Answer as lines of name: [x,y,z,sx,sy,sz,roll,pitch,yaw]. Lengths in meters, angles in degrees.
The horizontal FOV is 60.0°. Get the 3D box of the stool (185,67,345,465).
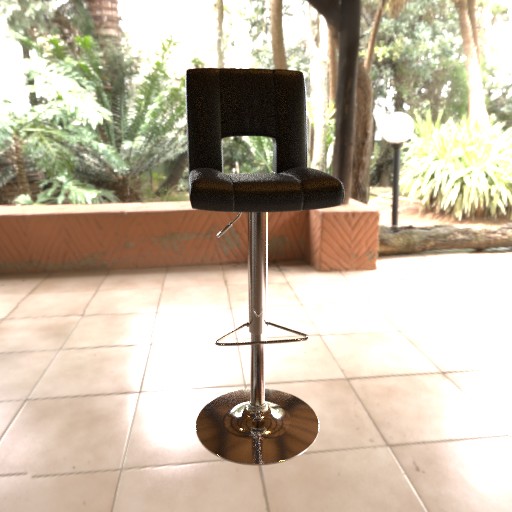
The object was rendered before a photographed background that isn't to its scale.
stool: [0.000,0.000,1.382,0.415,1.151,0.520,-2,15,-8]
